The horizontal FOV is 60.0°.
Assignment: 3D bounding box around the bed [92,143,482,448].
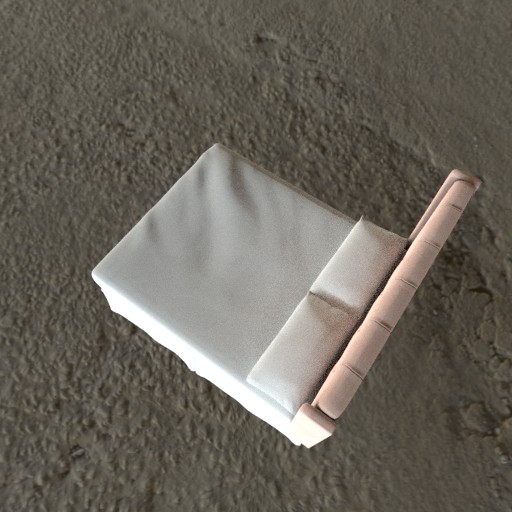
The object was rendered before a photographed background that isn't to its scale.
[{"bbox_3d":[0.000,0.000,3.272,2.066,1.665,1.719,33,68,15],"label":"bed"}]
